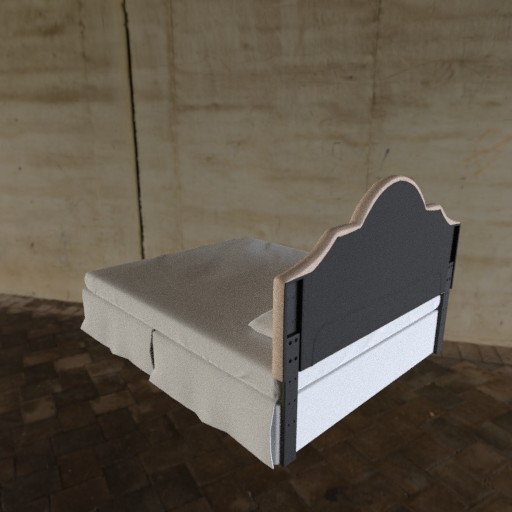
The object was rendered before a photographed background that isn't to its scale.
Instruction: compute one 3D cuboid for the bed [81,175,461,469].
[{"bbox_3d":[0.000,0.000,2.919,1.667,1.194,1.970,-15,22,-41],"label":"bed"}]
